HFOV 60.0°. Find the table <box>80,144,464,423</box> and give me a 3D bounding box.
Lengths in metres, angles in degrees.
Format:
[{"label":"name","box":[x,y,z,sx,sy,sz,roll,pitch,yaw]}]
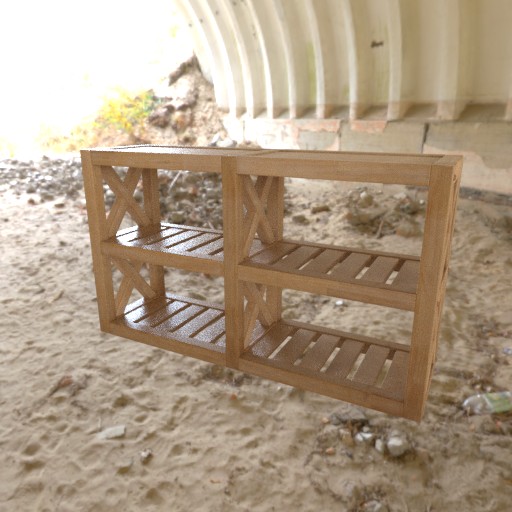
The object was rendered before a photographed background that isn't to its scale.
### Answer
[{"label":"table","box":[0.000,0.000,1.664,1.320,0.762,0.381,9,19,26]}]
